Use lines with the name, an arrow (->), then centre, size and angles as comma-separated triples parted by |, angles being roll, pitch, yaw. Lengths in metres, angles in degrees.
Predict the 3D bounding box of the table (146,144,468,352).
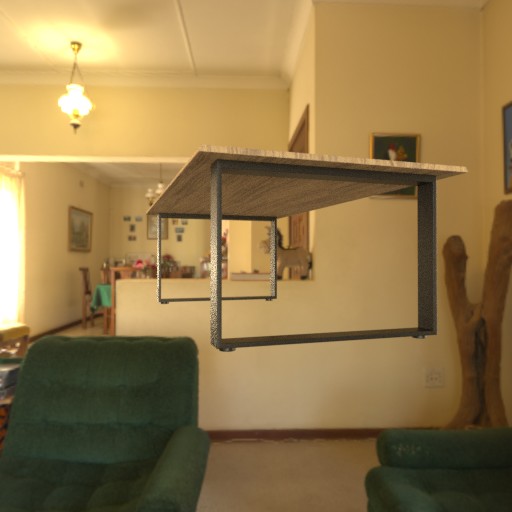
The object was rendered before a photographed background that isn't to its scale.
table -> 0.000, 0.000, 1.648 | 0.693, 0.445, 1.331 | 0, -1, -19
